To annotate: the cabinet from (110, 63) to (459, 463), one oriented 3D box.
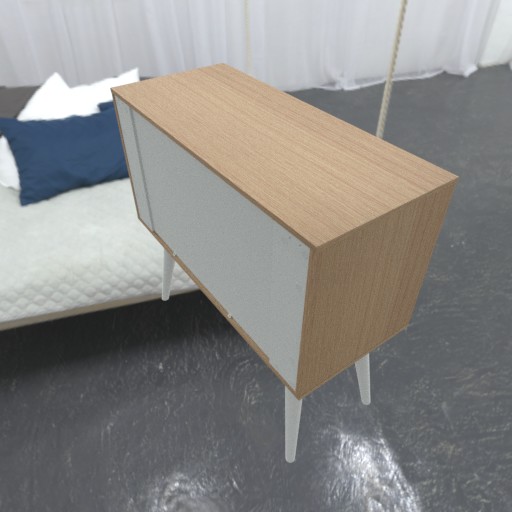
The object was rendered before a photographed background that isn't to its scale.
[{"bbox_3d":[0.000,0.000,1.626,0.470,1.016,1.057,-25,47,-26],"label":"cabinet"}]
